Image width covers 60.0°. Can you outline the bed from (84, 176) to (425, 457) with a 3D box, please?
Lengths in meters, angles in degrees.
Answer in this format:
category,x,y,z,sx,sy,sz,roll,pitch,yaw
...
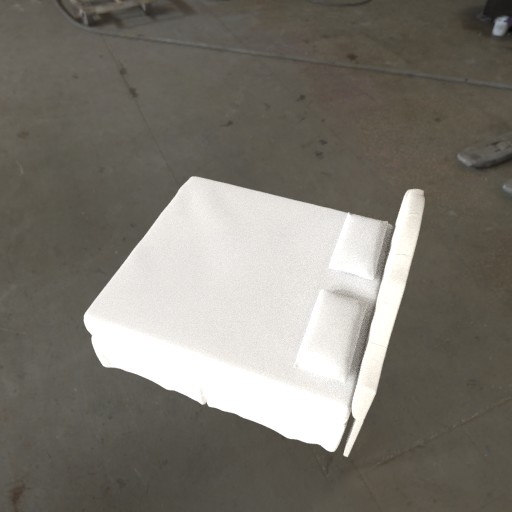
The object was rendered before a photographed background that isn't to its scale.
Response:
category,x,y,z,sx,sy,sz,roll,pitch,yaw
bed,0.000,0.000,3.606,2.214,1.615,2.008,16,49,14
